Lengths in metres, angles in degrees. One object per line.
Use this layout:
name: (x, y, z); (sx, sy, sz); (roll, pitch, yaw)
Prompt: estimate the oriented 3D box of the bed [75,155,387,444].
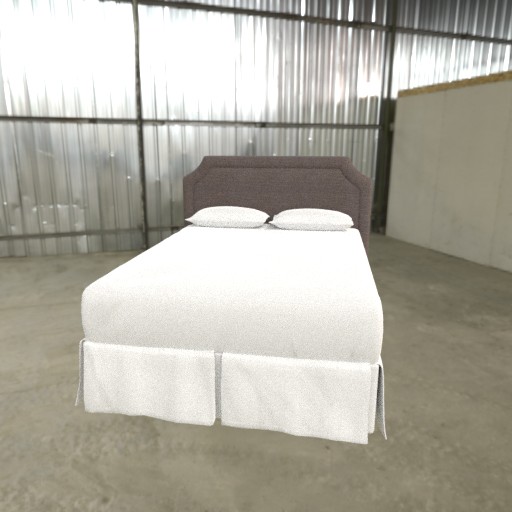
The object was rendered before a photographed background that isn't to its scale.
bed: (0.000, 0.000, 3.069); (1.693, 1.290, 2.116); (2, 15, 9)
